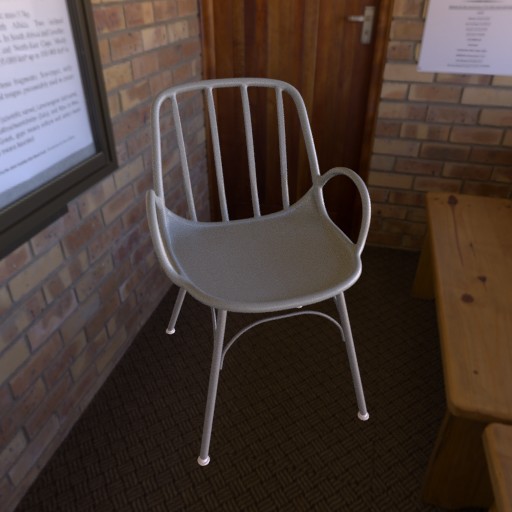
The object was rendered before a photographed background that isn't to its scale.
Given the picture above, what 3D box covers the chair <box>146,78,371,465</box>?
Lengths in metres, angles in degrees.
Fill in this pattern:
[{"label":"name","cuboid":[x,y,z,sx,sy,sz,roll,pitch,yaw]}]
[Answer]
[{"label":"chair","cuboid":[0.000,0.000,1.211,0.549,0.816,0.597,-9,33,-15]}]
